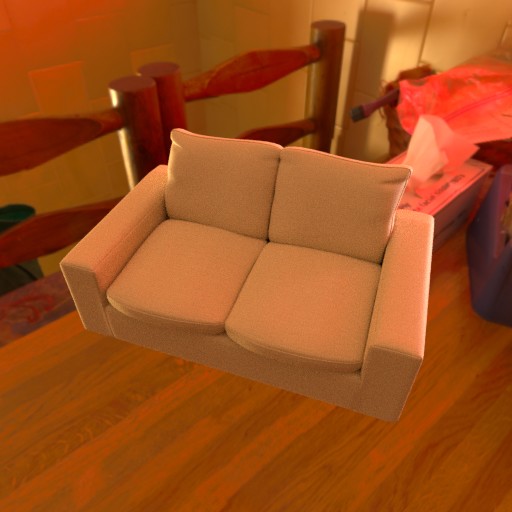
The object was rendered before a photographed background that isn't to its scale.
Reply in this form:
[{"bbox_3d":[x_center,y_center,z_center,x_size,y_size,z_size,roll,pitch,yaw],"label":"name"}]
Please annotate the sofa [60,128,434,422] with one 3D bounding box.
[{"bbox_3d":[0.000,0.000,2.387,1.754,0.875,1.091,13,43,14],"label":"sofa"}]
